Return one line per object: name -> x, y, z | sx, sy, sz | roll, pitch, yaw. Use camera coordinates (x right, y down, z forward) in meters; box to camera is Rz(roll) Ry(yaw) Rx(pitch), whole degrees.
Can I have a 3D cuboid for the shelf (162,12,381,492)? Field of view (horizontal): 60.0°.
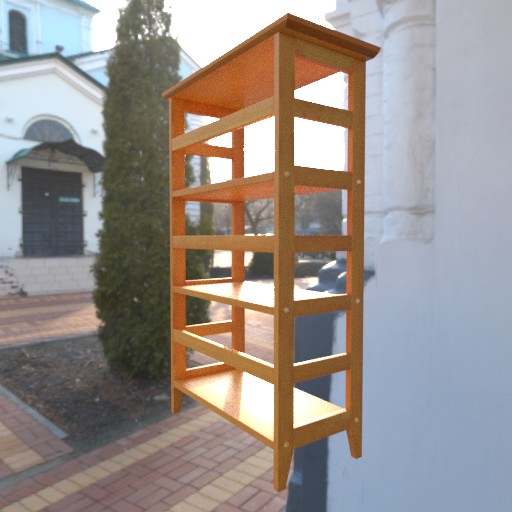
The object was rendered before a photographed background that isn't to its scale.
shelf -> 0.000, 0.000, 1.320 | 0.305, 1.067, 0.660 | -2, 3, -35
